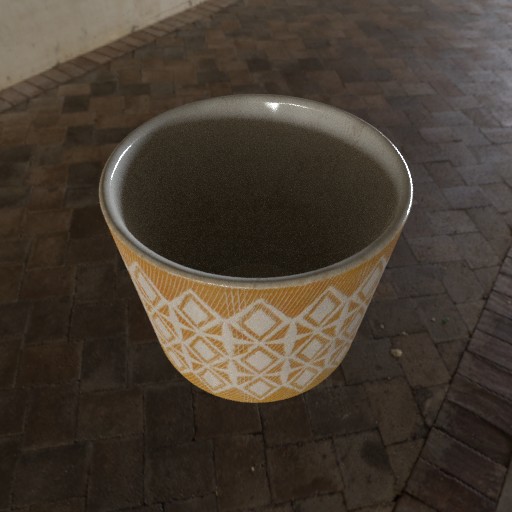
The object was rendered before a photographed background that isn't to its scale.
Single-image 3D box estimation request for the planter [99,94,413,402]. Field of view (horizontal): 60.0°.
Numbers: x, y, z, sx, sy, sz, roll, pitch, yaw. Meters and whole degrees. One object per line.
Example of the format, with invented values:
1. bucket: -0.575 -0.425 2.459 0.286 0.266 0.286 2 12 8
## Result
1. planter: 0.000 0.000 0.339 0.193 0.165 0.193 0 47 0
